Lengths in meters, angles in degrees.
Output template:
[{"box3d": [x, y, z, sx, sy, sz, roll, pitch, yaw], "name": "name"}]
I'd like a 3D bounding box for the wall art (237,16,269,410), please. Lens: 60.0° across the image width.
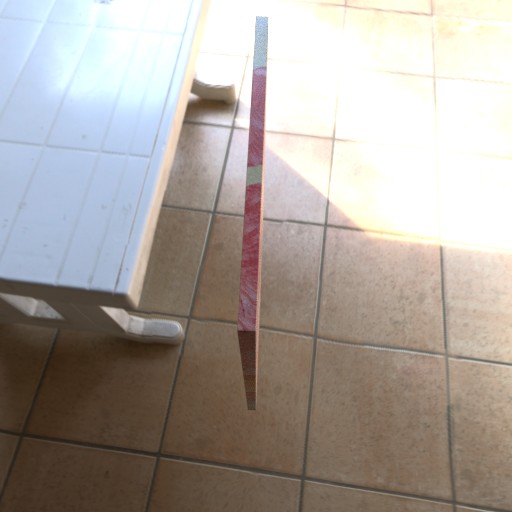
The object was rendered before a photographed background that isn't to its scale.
[{"box3d": [0.000, 0.000, 1.330, 0.031, 1.015, 0.762, 2, 64, 1], "name": "wall art"}]
